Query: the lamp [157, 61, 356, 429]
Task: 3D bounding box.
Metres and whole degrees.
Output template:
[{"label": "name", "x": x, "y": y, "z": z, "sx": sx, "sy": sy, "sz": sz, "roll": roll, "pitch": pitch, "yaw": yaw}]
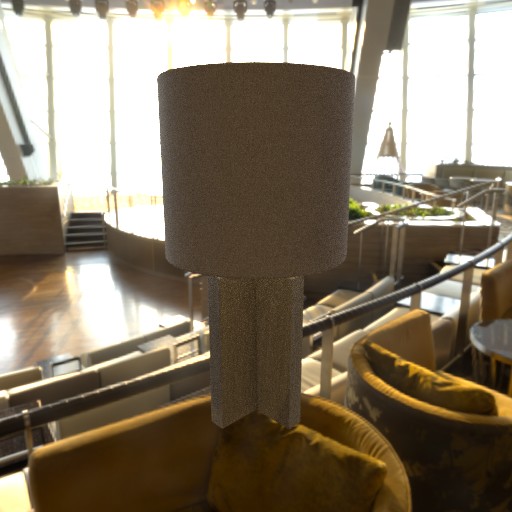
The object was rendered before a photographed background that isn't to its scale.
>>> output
[{"label": "lamp", "x": 0.000, "y": 0.000, "z": 0.572, "sx": 0.229, "sy": 0.428, "sz": 0.229, "roll": -14, "pitch": 19, "yaw": -43}]
